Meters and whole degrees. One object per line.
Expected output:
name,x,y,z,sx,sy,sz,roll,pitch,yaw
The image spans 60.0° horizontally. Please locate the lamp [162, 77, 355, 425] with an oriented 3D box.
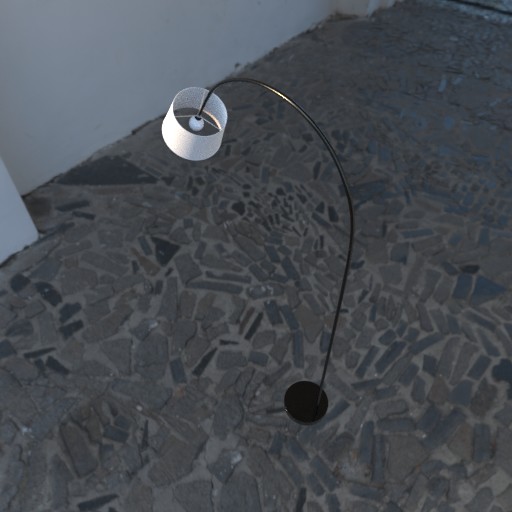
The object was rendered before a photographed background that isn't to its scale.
lamp,0.000,0.000,2.557,0.331,2.104,1.363,-32,54,-26
